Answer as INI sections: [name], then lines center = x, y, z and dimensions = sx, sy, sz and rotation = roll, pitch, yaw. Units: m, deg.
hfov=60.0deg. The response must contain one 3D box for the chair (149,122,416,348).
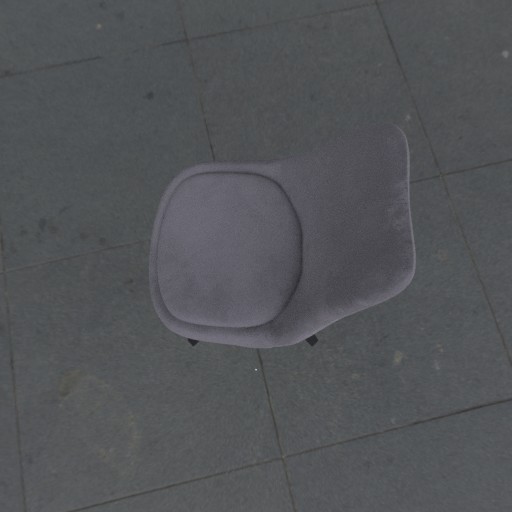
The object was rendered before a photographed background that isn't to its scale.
[chair]
center = 0.000, 0.000, 1.175
dimensions = 0.550, 0.850, 0.485
rotation = 2, 76, 0
